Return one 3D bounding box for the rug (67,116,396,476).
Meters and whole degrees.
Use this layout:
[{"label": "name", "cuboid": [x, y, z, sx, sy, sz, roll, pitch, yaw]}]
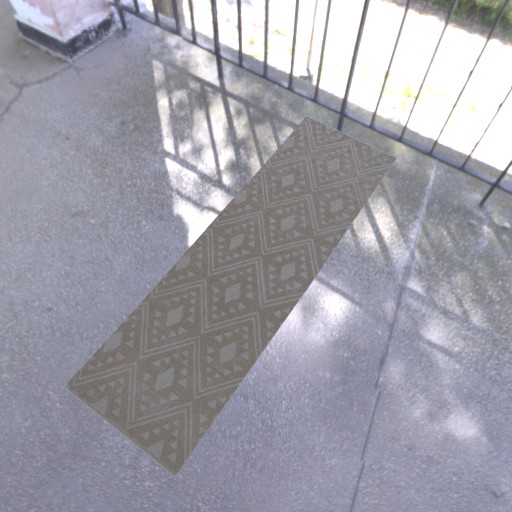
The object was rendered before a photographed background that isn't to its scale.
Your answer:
[{"label": "rug", "cuboid": [0.000, 0.000, 2.730, 0.752, 0.051, 2.452, 30, 64, 17]}]
